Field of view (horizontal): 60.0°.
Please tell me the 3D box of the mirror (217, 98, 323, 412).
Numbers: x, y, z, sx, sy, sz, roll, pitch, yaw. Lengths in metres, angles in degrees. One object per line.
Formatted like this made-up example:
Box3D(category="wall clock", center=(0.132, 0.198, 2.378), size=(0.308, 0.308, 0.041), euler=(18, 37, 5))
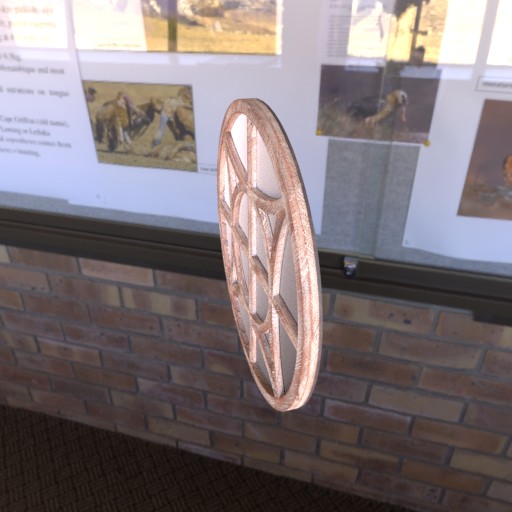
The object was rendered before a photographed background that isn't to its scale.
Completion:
Box3D(category="mirror", center=(0.000, 0.000, 1.060), size=(0.038, 0.710, 0.710), euler=(-8, 31, -14))
